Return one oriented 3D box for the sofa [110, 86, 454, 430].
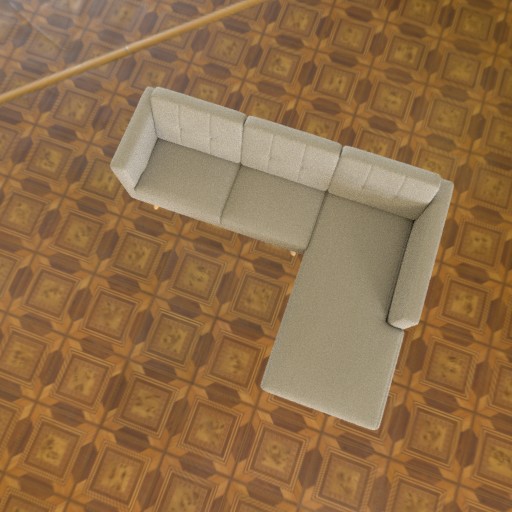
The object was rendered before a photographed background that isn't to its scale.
[{"bbox_3d":[0.000,0.000,2.838,2.040,0.860,1.530,19,77,5],"label":"sofa"}]
